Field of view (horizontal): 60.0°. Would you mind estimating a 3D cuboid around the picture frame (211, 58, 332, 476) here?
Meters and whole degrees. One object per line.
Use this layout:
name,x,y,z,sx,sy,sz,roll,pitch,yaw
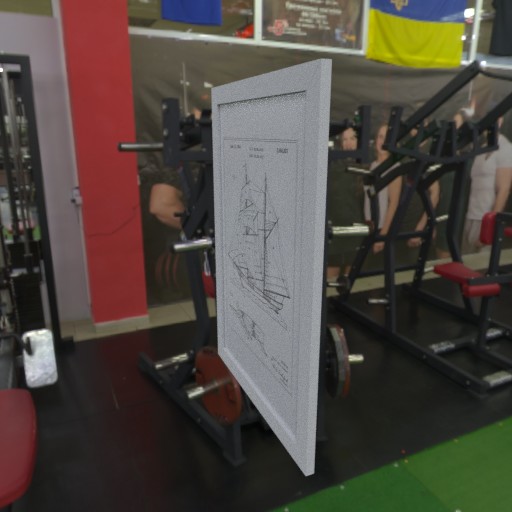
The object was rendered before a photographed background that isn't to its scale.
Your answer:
picture frame,0.000,0.000,0.611,0.011,0.459,0.326,-7,17,-22
